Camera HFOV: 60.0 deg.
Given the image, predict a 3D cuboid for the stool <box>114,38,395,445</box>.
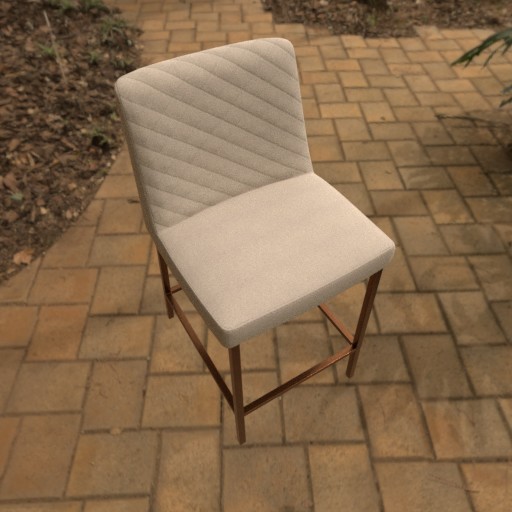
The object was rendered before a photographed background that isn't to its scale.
[{"bbox_3d":[0.000,0.000,1.264,0.507,0.973,0.576,-24,52,-20],"label":"stool"}]
